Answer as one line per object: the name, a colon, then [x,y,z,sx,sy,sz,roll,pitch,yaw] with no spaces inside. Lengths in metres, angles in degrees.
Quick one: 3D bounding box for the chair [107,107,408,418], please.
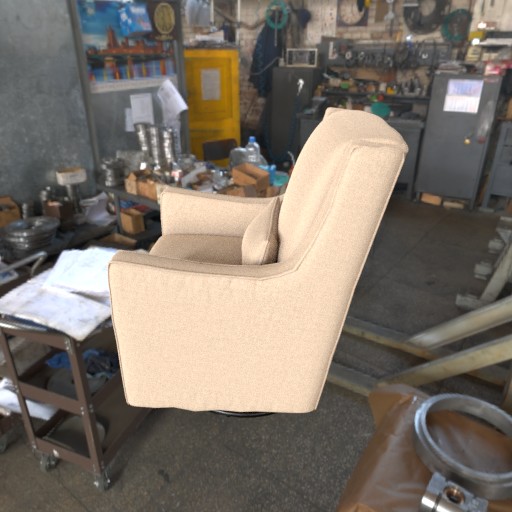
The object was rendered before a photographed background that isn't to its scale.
chair: [0.000,0.000,1.623,0.879,0.993,0.732,1,26,3]
